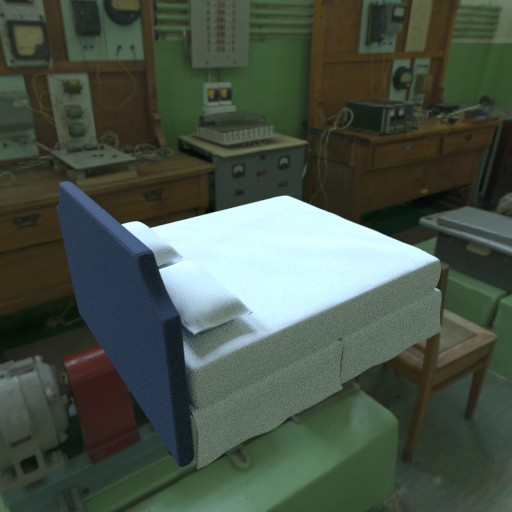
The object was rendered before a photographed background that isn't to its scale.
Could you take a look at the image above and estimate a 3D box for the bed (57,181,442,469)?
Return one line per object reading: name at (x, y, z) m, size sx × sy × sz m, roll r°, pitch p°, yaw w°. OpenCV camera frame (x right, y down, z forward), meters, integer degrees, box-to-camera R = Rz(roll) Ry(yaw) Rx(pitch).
bed at (0.000, 0.000, 4.043) m, size 2.773 × 1.488 × 2.350 m, roll -18°, pitch 32°, yaw -32°
